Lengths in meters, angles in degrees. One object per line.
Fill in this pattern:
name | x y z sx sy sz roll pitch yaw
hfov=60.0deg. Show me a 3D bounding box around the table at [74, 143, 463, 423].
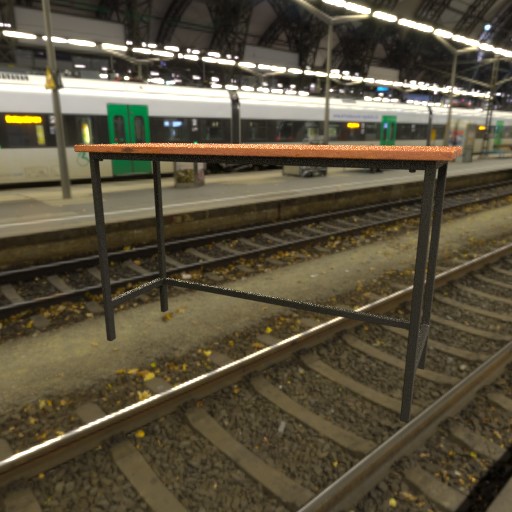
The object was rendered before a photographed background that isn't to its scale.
table | 0.000 0.000 1.536 1.204 0.740 0.408 8 17 26
